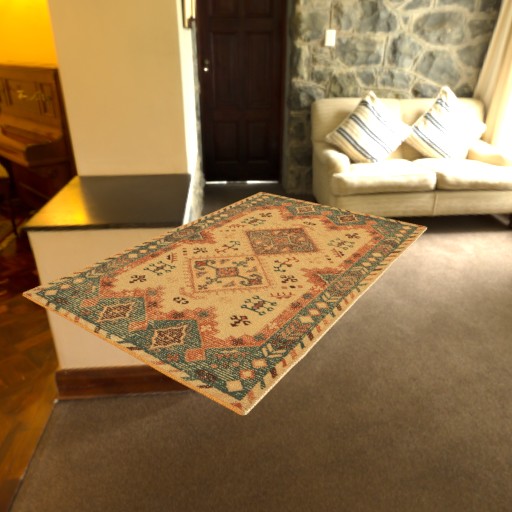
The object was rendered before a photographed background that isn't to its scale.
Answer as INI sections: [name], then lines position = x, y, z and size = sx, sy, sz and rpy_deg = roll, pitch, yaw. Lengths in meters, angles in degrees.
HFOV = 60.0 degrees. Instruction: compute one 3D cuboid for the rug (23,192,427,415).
[rug]
position = 0.000, 0.000, 2.298
size = 1.225, 0.015, 1.840
rpy_deg = 17, 30, 32
